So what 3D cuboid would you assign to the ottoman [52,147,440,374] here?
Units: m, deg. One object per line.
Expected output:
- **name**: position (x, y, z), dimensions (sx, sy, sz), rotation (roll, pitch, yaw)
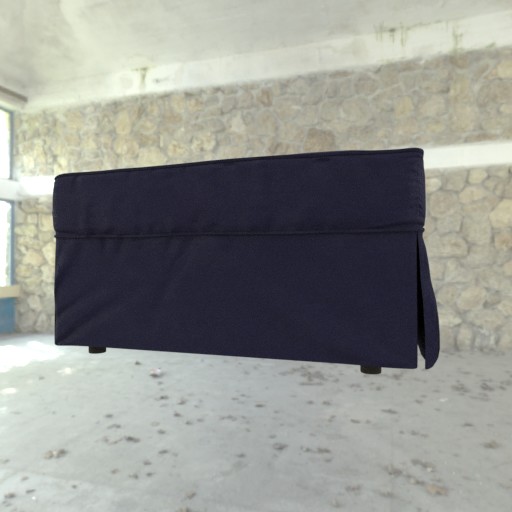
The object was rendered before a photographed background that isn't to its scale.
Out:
- **ottoman**: position (0.000, 0.000, 1.279), dimensions (0.938, 0.503, 0.637), rotation (0, -1, 18)
